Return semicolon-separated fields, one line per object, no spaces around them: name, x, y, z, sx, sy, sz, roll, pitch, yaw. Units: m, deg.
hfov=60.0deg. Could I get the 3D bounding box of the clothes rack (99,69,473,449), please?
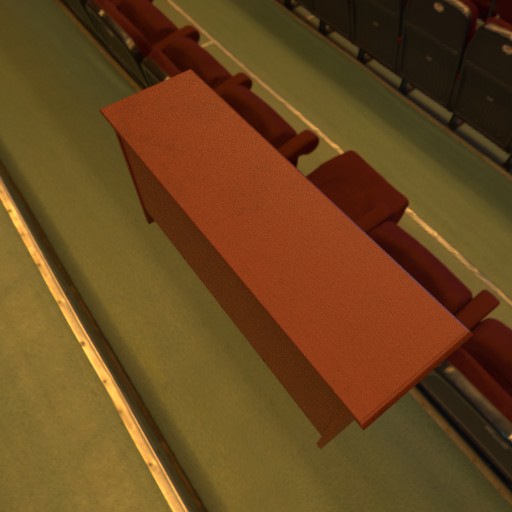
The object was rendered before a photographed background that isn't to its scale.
clothes rack;0.000;0.000;1.503;0.362;0.594;1.251;-32;64;-18
